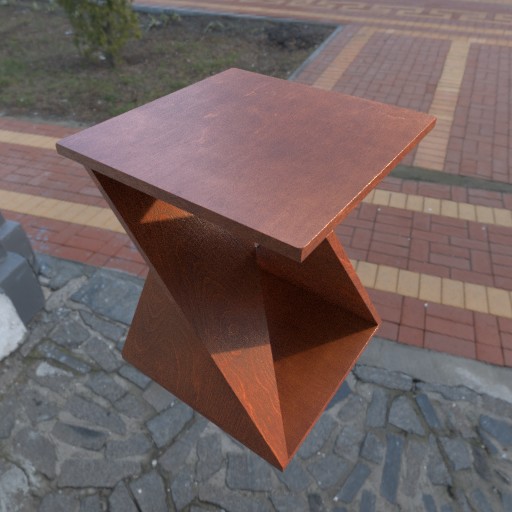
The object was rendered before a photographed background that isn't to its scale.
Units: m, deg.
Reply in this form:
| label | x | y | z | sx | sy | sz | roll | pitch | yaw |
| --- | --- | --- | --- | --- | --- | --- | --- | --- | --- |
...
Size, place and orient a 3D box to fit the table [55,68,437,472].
| label | x | y | z | sx | sy | sz | roll | pitch | yaw |
| --- | --- | --- | --- | --- | --- | --- | --- | --- | --- |
| table | 0.000 | 0.000 | 0.859 | 0.427 | 0.520 | 0.427 | 25 | 46 | 27 |
